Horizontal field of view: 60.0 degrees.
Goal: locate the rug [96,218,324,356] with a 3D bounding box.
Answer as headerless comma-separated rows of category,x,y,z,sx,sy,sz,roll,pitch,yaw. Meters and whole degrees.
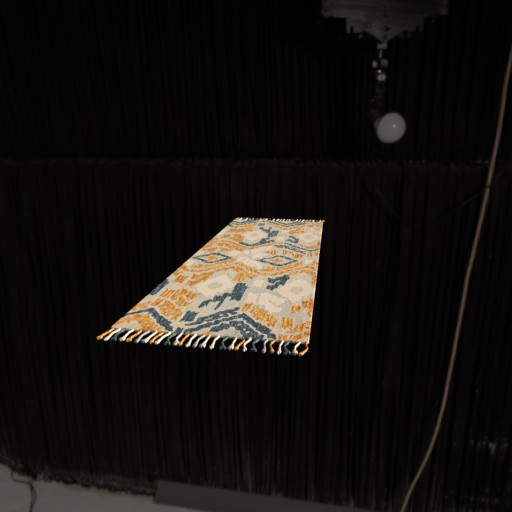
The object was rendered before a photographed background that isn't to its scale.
rug,0.000,0.000,2.710,0.783,0.010,2.437,3,16,9
